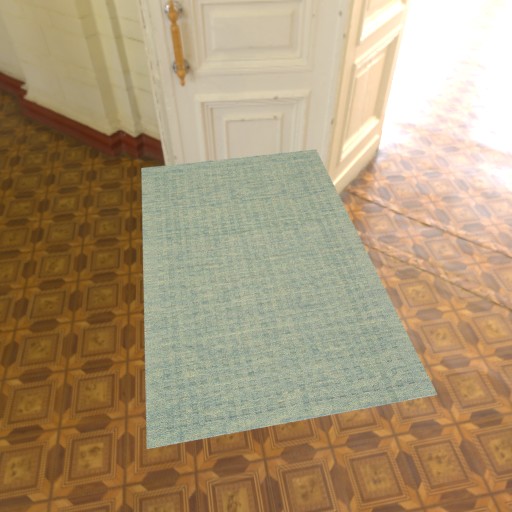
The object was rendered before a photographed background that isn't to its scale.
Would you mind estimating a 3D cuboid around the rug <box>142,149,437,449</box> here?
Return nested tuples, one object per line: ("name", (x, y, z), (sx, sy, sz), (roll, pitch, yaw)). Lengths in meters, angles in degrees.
("rug", (0.000, 0.000, 2.284), (1.142, 0.006, 1.752), (-8, 47, -7))
